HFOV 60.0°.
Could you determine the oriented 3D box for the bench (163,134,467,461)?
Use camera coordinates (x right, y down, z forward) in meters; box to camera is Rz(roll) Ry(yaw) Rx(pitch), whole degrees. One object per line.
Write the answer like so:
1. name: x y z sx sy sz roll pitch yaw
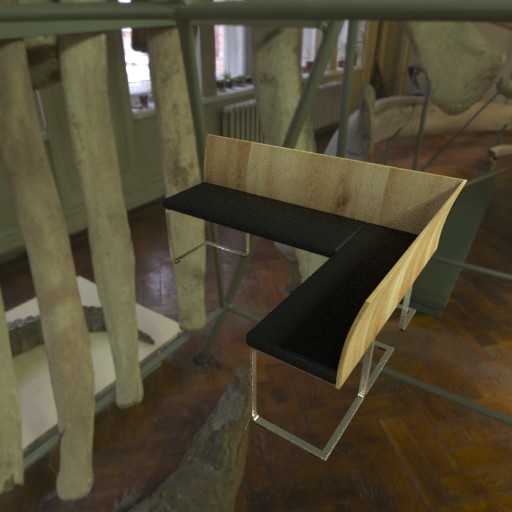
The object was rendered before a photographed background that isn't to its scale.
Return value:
1. bench: 0.000 0.000 2.734 1.945 0.930 1.495 18 34 30
